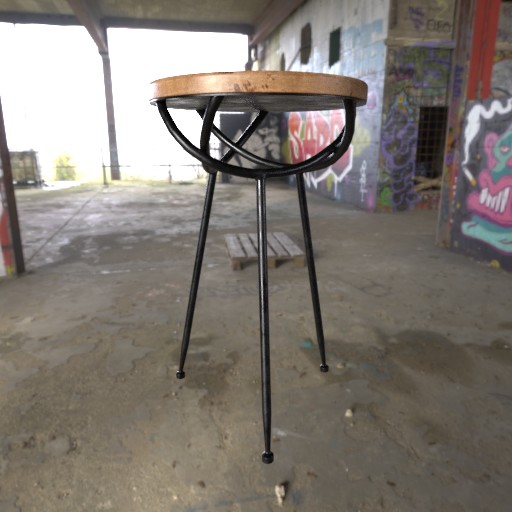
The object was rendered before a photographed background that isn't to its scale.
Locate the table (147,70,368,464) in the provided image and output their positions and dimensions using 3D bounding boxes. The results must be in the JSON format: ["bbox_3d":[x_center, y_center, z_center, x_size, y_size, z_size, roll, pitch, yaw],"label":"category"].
[{"bbox_3d":[0.000,0.000,0.923,0.414,0.664,0.418,2,15,8],"label":"table"}]
